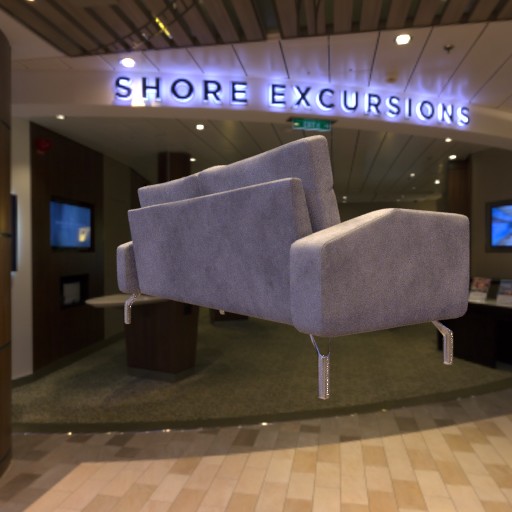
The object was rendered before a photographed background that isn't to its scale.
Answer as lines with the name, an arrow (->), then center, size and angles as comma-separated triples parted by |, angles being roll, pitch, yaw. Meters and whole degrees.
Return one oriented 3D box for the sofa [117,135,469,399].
sofa -> 0.000, 0.000, 2.296 | 0.849, 0.859, 1.837 | -1, 1, -36
